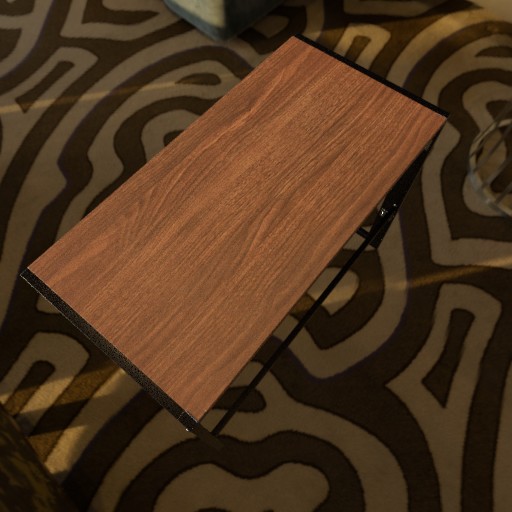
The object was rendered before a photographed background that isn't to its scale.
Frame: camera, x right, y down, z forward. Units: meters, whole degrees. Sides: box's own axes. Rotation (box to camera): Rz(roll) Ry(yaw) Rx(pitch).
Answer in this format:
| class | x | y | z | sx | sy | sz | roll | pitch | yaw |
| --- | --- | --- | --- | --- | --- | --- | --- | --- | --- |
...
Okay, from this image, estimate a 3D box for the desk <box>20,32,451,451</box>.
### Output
| class | x | y | z | sx | sy | sz | roll | pitch | yaw |
| --- | --- | --- | --- | --- | --- | --- | --- | --- | --- |
| desk | 0.000 | 0.000 | 1.411 | 0.508 | 0.762 | 1.016 | 36 | 69 | 16 |
